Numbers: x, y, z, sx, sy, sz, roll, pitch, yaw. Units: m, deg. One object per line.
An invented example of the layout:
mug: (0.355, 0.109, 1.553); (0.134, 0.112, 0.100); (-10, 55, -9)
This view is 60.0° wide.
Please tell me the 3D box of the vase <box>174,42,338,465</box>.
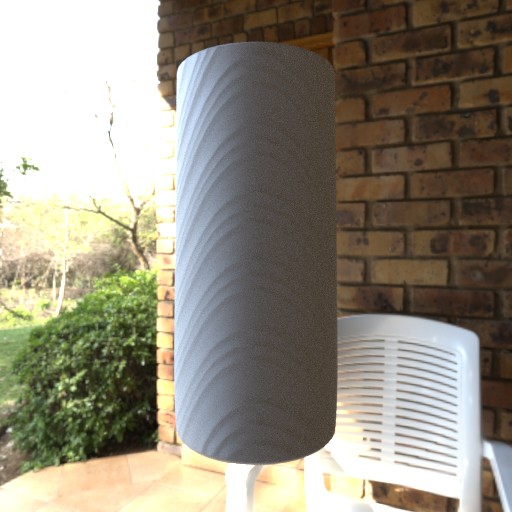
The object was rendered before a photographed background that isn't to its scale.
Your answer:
vase: (0.000, 0.000, 0.394); (0.143, 0.316, 0.143); (0, 1, 0)
